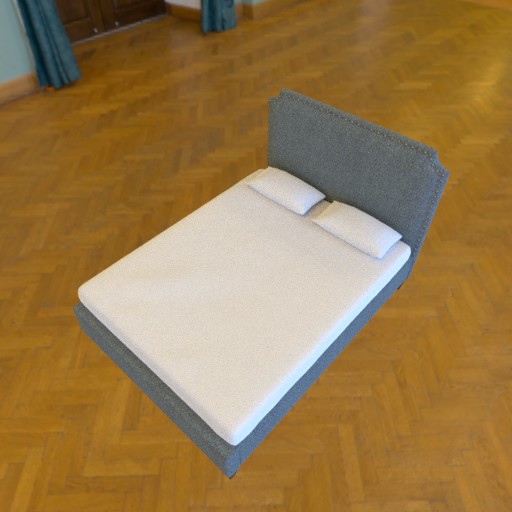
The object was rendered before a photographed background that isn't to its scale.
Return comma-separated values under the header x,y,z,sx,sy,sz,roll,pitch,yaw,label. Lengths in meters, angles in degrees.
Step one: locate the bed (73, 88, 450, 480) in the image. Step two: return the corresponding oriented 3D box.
x,y,z,sx,sy,sz,roll,pitch,yaw,label
0.000,0.000,3.429,1.712,1.443,2.372,33,55,28,bed
